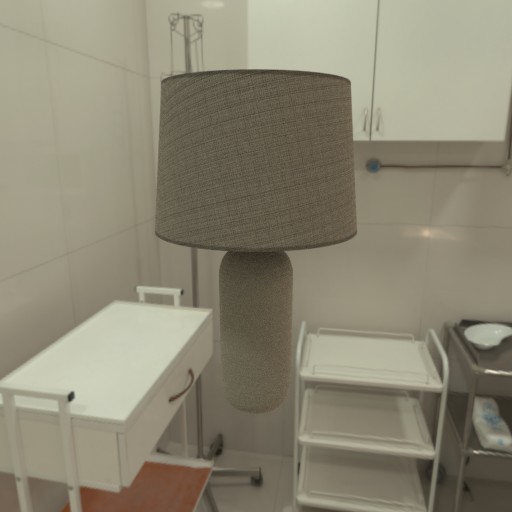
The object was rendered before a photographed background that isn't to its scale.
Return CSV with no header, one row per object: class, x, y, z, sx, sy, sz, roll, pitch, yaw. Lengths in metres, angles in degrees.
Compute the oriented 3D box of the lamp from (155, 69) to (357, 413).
lamp,0.000,0.000,0.836,0.367,0.609,0.367,0,14,0
